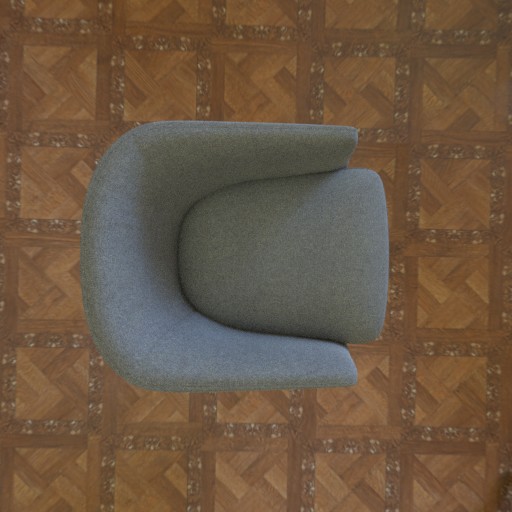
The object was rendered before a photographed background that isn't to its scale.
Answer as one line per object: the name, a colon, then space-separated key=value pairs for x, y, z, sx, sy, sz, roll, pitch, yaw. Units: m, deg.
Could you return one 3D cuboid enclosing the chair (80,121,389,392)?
chair: x=0.000 y=0.000 z=1.644 sx=0.986 sy=0.861 sz=0.822 roll=0 pitch=90 yaw=0
